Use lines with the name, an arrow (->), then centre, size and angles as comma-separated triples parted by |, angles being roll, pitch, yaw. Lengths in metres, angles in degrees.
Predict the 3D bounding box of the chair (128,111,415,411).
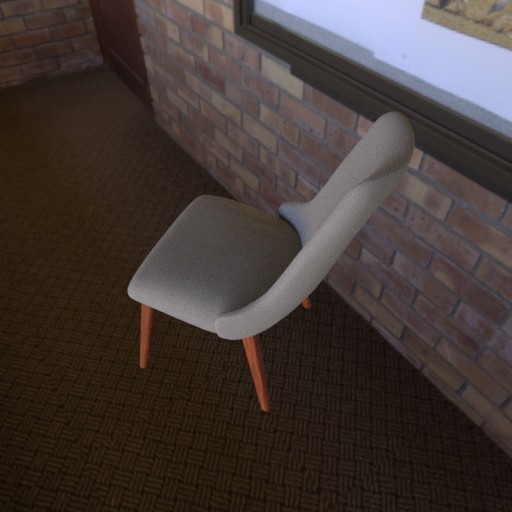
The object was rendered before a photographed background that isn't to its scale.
chair -> 0.000, 0.000, 1.341 | 0.707, 0.918, 0.535 | 17, 49, 16
